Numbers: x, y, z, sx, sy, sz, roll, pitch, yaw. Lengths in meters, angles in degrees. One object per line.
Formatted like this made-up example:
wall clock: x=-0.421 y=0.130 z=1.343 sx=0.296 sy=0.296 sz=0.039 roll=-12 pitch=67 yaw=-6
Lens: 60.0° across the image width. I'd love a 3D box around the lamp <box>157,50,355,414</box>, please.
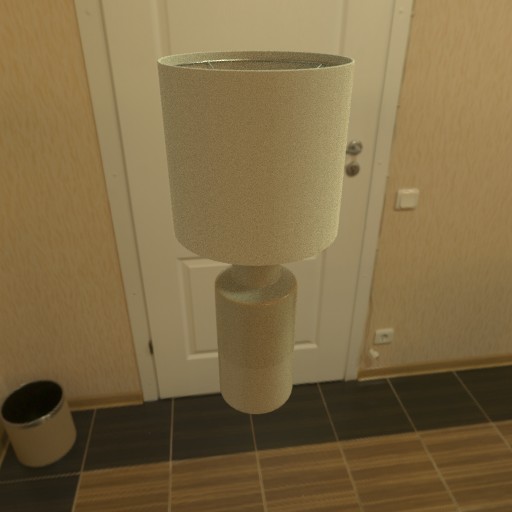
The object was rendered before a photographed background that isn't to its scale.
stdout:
lamp: x=0.000 y=0.000 z=0.603 sx=0.212 sy=0.493 sz=0.212 roll=-20 pitch=35 yaw=-32
